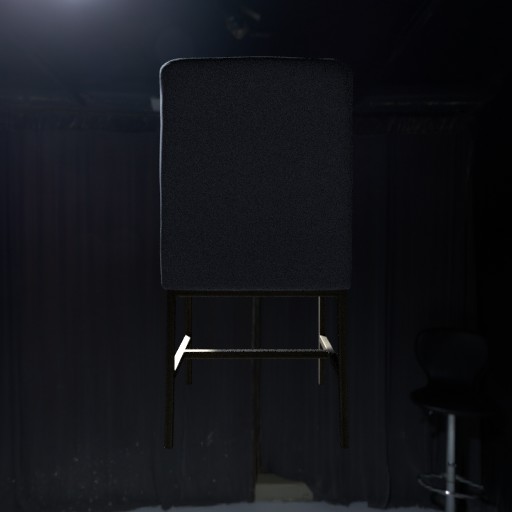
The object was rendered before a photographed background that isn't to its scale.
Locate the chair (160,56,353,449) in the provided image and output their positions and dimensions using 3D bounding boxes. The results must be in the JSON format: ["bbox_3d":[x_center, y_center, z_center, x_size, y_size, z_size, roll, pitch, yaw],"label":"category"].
[{"bbox_3d":[0.000,0.000,1.262,0.508,0.889,0.587,0,1,0],"label":"chair"}]
